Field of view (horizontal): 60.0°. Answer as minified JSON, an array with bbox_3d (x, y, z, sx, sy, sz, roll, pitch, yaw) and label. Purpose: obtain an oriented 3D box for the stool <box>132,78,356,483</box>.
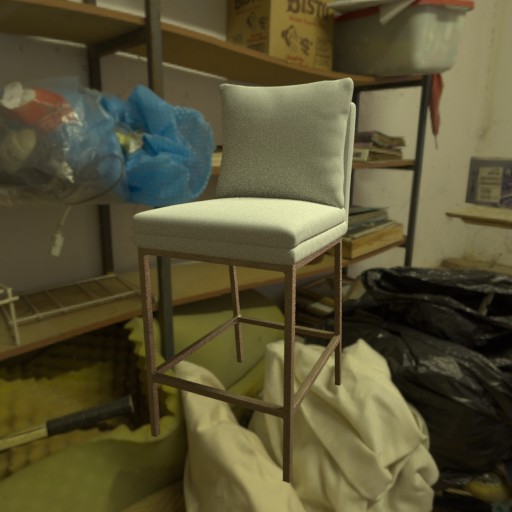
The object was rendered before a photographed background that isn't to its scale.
[{"bbox_3d":[0.000,0.000,1.336,0.463,1.032,0.572,7,16,25],"label":"stool"}]
